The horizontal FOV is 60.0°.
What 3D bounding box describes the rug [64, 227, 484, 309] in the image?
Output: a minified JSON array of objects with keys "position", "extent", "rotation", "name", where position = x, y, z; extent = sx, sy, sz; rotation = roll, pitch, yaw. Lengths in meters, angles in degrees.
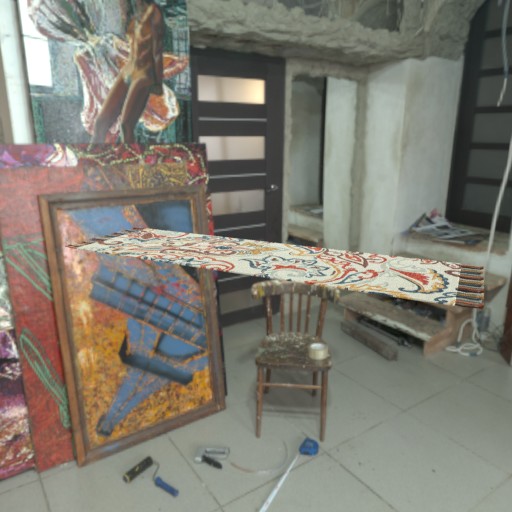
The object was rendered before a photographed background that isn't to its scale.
[{"position":[0.000,0.000,2.913],"extent":[2.682,0.015,0.763],"rotation":[7,17,25],"name":"rug"}]
